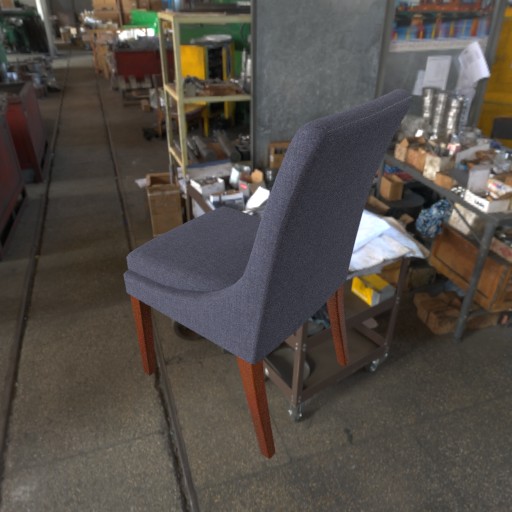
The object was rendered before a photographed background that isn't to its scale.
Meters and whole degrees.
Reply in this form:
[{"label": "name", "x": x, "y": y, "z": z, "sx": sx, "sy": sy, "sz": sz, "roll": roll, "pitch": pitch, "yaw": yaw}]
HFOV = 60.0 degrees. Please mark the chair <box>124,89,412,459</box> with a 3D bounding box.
[{"label": "chair", "x": 0.000, "y": 0.000, "z": 1.320, "sx": 0.655, "sy": 0.952, "sz": 0.508, "roll": 21, "pitch": 37, "yaw": 32}]
